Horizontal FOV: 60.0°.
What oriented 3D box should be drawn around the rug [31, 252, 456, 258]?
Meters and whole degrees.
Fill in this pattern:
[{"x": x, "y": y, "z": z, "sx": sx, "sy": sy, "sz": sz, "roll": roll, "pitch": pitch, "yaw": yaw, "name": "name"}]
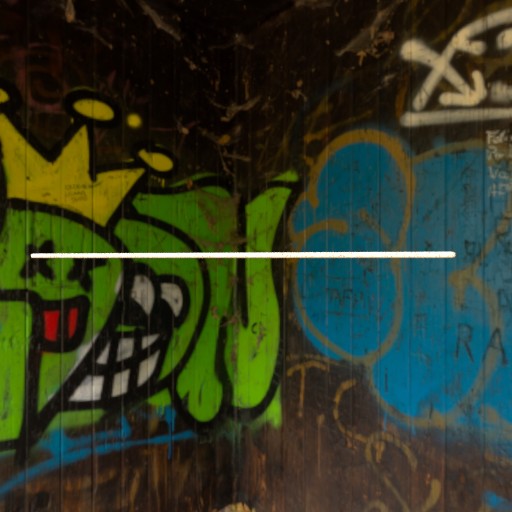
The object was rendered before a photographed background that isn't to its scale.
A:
[{"x": 0.000, "y": 0.000, "z": 3.482, "sx": 2.743, "sy": 0.030, "sz": 1.778, "roll": 0, "pitch": 0, "yaw": 20, "name": "rug"}]
